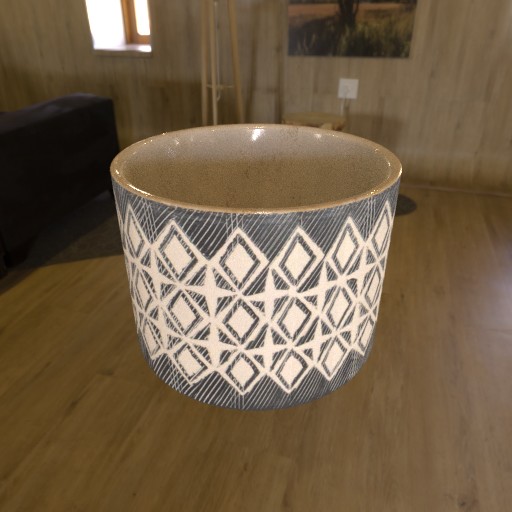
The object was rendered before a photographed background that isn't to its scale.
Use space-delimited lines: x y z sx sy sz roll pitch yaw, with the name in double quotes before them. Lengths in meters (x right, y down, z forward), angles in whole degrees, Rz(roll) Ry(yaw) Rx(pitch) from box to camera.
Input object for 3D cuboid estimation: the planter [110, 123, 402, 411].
"planter" 0.000 0.000 0.225 0.126 0.104 0.126 0 29 0
